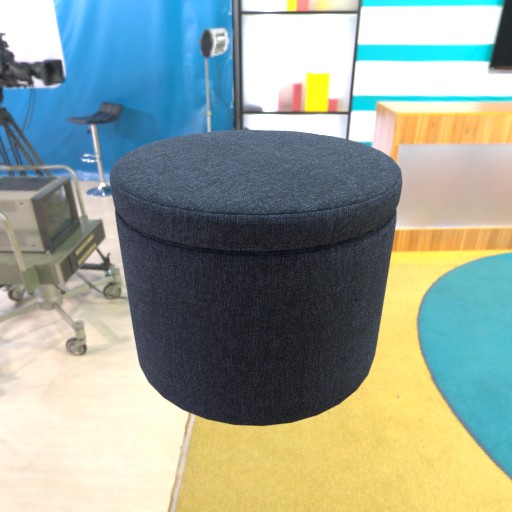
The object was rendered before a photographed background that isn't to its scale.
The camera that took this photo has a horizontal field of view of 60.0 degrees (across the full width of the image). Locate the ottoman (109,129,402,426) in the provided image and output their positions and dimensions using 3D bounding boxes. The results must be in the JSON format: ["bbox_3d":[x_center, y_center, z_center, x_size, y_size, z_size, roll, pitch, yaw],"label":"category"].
[{"bbox_3d":[0.000,0.000,0.868,0.500,0.419,0.500,0,28,0],"label":"ottoman"}]
